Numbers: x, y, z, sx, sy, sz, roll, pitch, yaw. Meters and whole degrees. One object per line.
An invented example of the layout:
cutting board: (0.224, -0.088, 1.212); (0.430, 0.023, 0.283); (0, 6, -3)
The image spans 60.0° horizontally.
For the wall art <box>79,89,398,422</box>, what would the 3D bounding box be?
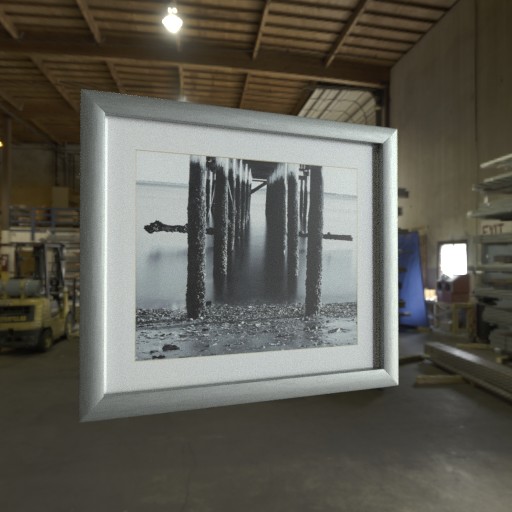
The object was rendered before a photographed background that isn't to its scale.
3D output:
wall art: (0.000, 0.000, 0.515); (0.380, 0.330, 0.028); (0, -1, -20)
